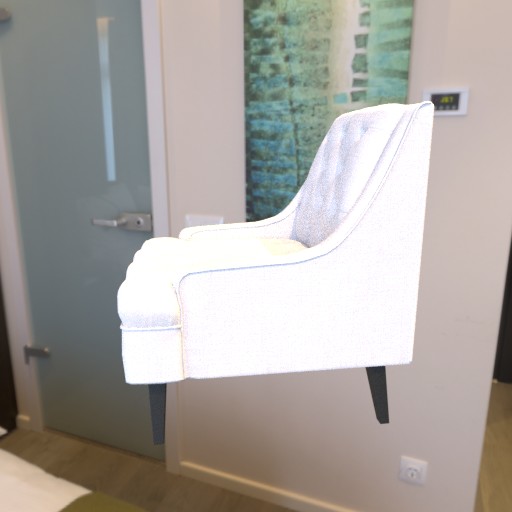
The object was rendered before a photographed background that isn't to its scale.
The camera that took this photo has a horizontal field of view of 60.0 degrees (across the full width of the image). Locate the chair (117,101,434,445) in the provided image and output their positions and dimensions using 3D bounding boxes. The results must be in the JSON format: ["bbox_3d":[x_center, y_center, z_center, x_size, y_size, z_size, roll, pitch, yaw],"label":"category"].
[{"bbox_3d":[0.000,0.000,1.393,0.772,0.891,0.658,-2,13,-8],"label":"chair"}]
